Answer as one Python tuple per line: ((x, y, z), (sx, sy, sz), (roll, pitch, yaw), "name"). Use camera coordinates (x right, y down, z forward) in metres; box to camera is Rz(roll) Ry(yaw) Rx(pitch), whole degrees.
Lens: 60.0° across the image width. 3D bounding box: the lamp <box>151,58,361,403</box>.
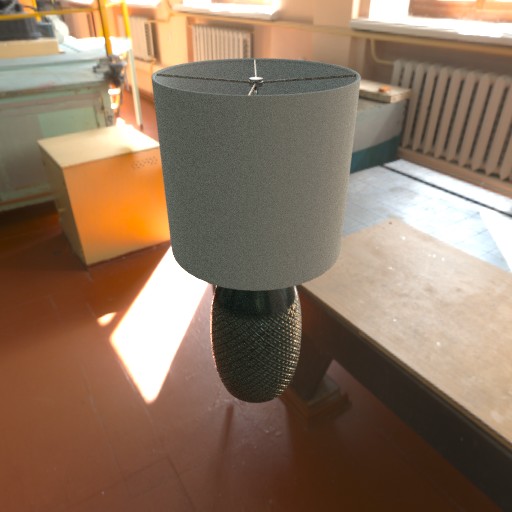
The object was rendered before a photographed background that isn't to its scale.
((0.000, 0.000, 0.586), (0.217, 0.453, 0.217), (1, 32, 1), "lamp")
